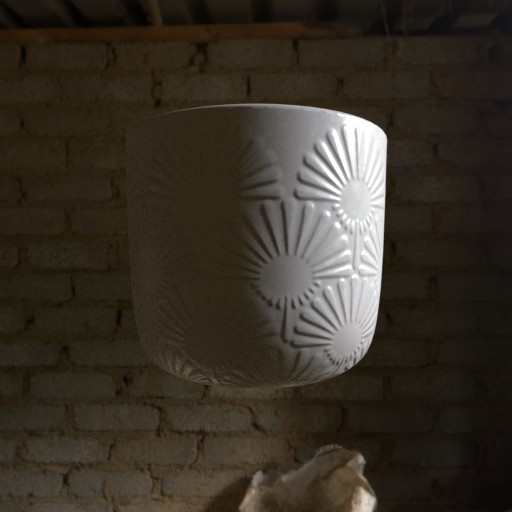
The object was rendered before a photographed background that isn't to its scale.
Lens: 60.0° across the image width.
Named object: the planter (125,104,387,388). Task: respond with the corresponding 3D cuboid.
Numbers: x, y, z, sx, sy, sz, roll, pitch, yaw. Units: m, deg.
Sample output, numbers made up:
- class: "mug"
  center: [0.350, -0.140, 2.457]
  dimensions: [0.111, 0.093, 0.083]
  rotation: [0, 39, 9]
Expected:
- class: "planter"
  center: [0.000, 0.000, 0.219]
  dimensions: [0.124, 0.109, 0.124]
  rotation: [0, 0, 0]
